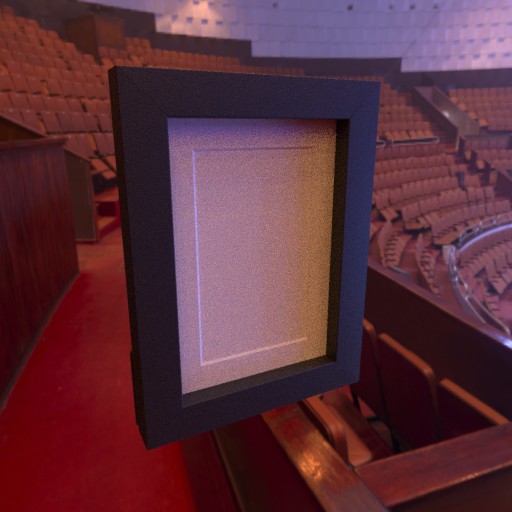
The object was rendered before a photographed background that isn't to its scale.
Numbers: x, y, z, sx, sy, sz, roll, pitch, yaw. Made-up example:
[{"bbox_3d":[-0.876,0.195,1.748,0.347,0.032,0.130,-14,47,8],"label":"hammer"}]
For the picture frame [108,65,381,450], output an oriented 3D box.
[{"bbox_3d":[0.000,0.000,0.276,0.157,0.208,0.028,-8,18,-27],"label":"picture frame"}]
